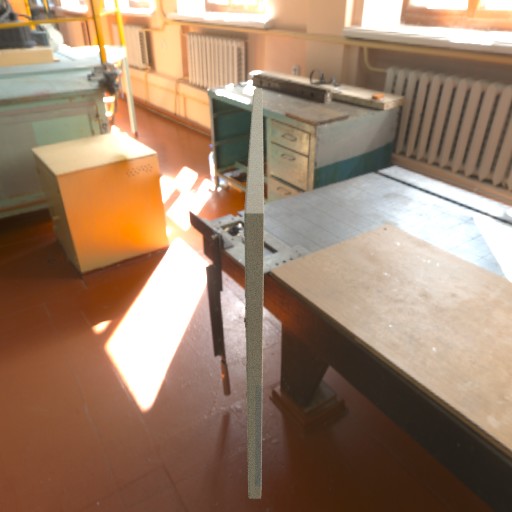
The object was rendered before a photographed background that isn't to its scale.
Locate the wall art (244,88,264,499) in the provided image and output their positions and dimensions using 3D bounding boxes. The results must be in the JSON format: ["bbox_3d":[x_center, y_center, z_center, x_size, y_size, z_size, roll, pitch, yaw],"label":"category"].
[{"bbox_3d":[0.000,0.000,1.574,0.042,0.912,1.219,0,31,0],"label":"wall art"}]
